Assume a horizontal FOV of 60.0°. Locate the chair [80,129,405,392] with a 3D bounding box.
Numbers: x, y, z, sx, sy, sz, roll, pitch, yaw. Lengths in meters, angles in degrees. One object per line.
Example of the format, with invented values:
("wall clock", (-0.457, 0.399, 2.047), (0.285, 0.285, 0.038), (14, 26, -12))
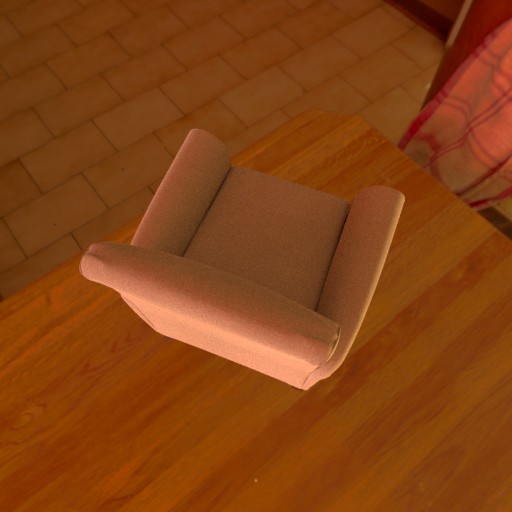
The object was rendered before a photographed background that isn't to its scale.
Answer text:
("chair", (0.000, 0.000, 1.781), (0.978, 1.061, 0.905), (19, 65, 9))
